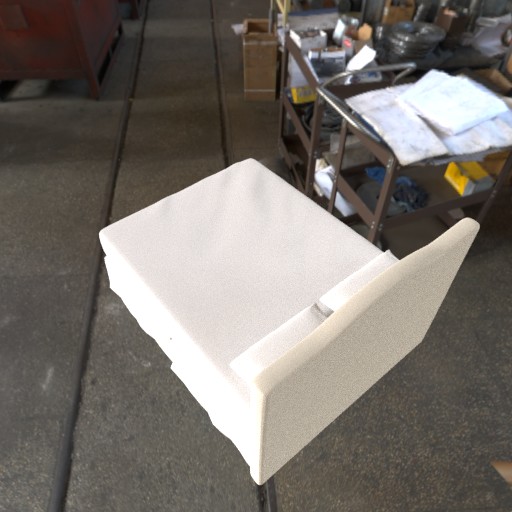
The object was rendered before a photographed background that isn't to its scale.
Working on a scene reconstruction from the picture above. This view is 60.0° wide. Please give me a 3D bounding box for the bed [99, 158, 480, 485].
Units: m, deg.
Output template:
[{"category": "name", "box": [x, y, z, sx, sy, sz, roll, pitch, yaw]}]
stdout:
[{"category": "bed", "box": [0.000, 0.000, 3.288, 1.741, 1.449, 2.196, -31, 55, -25]}]
